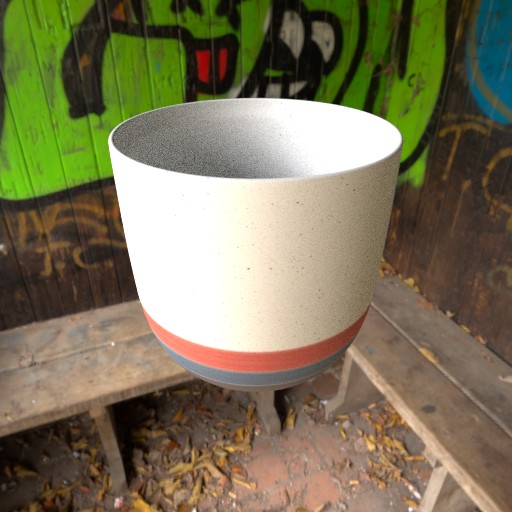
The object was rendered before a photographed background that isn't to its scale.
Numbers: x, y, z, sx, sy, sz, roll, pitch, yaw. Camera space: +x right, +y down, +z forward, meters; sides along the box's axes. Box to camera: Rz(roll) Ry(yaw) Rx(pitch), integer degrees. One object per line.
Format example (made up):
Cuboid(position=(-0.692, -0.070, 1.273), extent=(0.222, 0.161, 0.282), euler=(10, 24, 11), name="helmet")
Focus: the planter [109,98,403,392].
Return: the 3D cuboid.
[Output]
Cuboid(position=(0.000, 0.000, 0.372), extent=(0.204, 0.214, 0.204), euler=(0, 31, 0), name="planter")
